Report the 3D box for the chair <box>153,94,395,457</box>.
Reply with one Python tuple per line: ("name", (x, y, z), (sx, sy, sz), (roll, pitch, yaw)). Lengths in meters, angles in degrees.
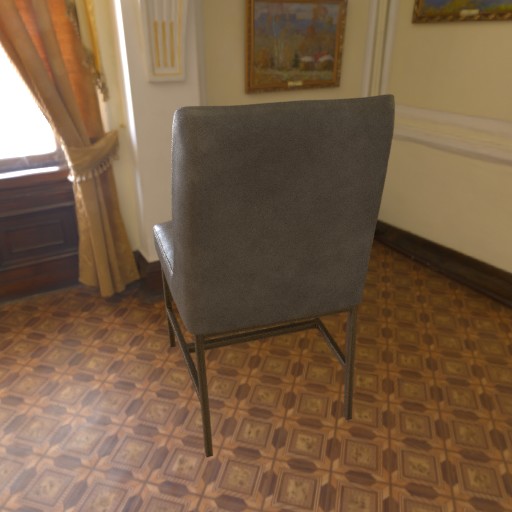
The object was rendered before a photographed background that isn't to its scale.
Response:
("chair", (0.000, 0.000, 1.230), (0.508, 0.889, 0.587), (-8, 28, -16))
